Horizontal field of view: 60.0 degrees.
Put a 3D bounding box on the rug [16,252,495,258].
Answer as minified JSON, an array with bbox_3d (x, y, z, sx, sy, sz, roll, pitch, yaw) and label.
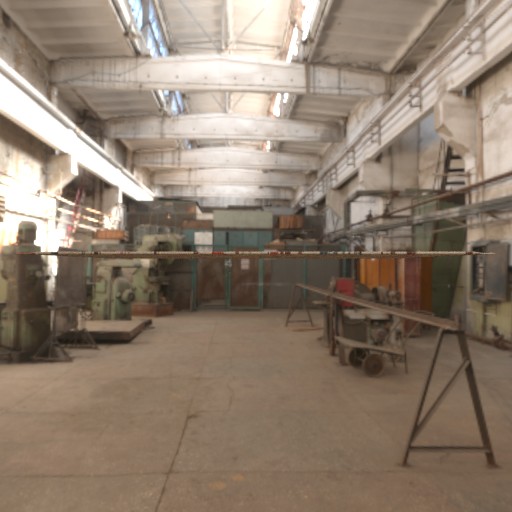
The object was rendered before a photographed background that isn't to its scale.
[{"bbox_3d":[0.000,0.000,2.439,1.997,0.010,1.218,0,-1,0],"label":"rug"}]
